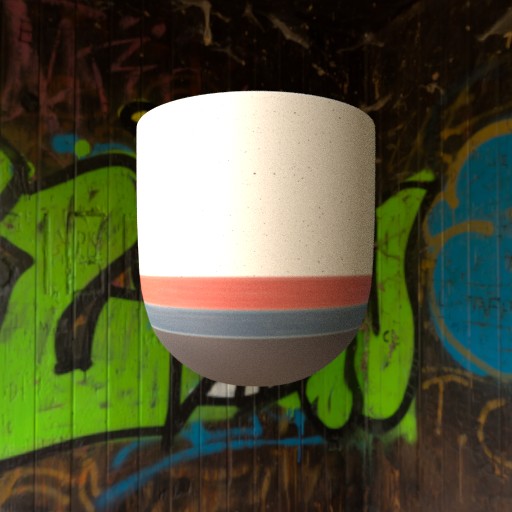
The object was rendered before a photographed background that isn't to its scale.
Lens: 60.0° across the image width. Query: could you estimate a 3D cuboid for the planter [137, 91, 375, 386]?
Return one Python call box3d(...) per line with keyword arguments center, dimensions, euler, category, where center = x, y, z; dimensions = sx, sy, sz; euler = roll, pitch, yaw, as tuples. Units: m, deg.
box3d(center=(0.000, 0.000, 0.391), dimensions=(0.204, 0.214, 0.204), euler=(0, -1, 0), category="planter")
